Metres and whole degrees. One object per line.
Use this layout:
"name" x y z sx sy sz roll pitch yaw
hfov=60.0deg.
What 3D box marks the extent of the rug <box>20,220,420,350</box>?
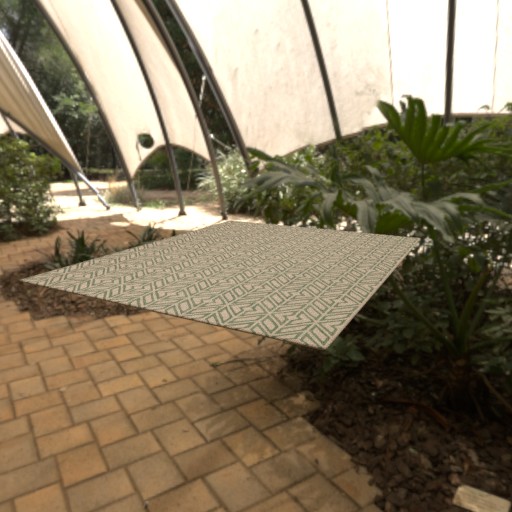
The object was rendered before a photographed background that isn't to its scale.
"rug" 0.000 0.000 4.098 2.441 0.017 3.050 8 16 27
